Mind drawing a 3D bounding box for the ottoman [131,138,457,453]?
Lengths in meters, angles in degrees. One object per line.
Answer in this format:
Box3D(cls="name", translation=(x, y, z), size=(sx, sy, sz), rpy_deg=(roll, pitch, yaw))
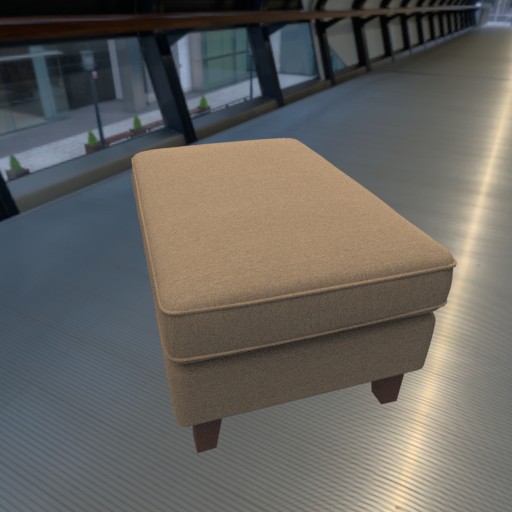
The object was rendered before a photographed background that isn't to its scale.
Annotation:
Box3D(cls="ottoman", translation=(0.000, 0.000, 1.312), size=(0.636, 0.521, 0.945), rpy_deg=(-9, 32, -15))
